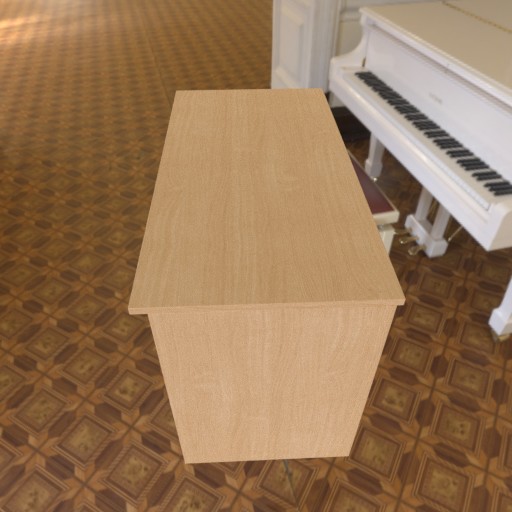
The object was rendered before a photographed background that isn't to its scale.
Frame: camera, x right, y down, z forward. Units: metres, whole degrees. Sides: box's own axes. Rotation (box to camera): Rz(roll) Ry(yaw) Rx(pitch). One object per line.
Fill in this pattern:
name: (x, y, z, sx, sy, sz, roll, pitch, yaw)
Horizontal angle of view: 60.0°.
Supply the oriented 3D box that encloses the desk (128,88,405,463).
desk: (0.000, 0.000, 1.544, 0.560, 0.735, 1.097, -2, 42, -2)
